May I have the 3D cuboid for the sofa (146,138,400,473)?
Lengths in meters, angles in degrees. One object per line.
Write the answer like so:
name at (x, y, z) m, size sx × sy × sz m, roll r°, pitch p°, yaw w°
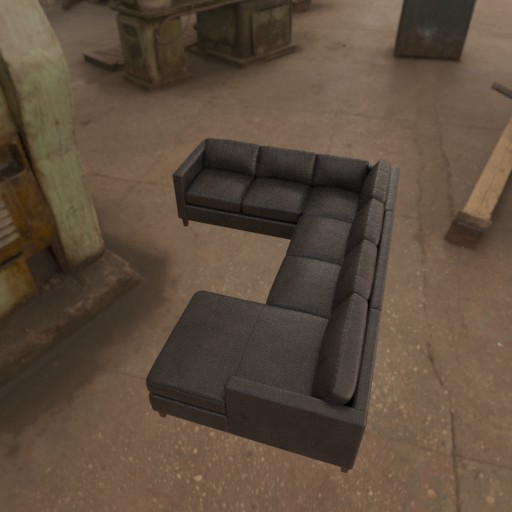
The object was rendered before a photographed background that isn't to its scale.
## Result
sofa at (0.000, 0.000, 4.374) m, size 2.452 × 0.891 × 3.324 m, roll 12°, pitch 42°, yaw 13°
